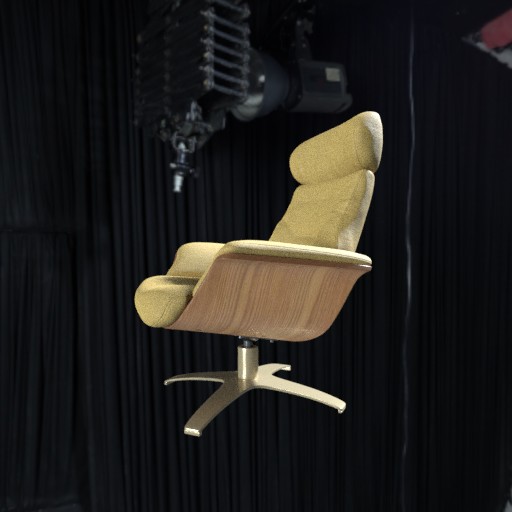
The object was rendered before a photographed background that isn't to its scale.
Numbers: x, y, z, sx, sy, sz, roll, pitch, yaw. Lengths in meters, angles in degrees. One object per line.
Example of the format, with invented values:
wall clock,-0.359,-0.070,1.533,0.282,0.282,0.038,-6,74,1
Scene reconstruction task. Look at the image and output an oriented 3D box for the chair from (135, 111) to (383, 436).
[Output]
chair,0.000,0.000,1.585,0.837,0.995,0.785,0,1,-19
